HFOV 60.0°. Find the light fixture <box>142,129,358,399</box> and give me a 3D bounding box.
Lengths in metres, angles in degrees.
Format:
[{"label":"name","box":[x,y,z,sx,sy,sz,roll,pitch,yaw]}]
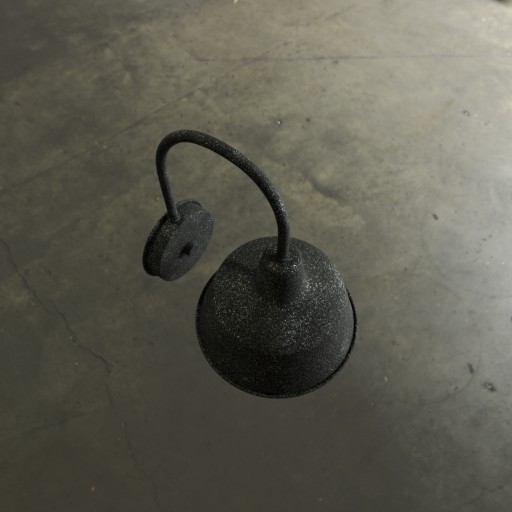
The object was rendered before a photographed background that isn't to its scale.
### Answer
[{"label":"light fixture","box":[0.000,0.000,0.498,0.283,0.300,0.216,32,64,18]}]
